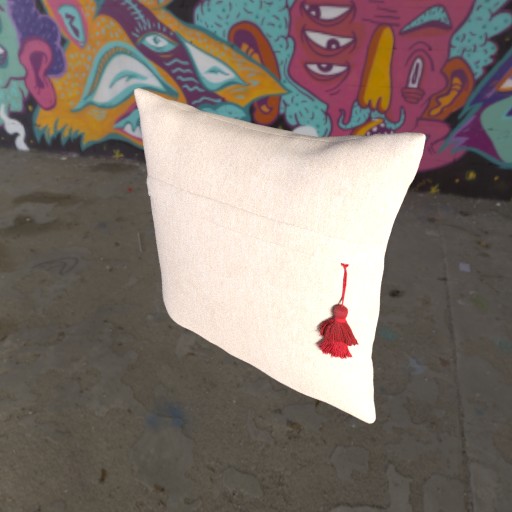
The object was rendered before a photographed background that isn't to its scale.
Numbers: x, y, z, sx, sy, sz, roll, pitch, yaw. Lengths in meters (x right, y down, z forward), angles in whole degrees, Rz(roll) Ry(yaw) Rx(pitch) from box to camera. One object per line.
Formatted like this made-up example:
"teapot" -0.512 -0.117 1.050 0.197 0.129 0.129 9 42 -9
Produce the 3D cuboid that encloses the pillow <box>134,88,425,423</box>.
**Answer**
"pillow" 0.000 0.000 0.663 0.433 0.436 0.173 21 36 31
